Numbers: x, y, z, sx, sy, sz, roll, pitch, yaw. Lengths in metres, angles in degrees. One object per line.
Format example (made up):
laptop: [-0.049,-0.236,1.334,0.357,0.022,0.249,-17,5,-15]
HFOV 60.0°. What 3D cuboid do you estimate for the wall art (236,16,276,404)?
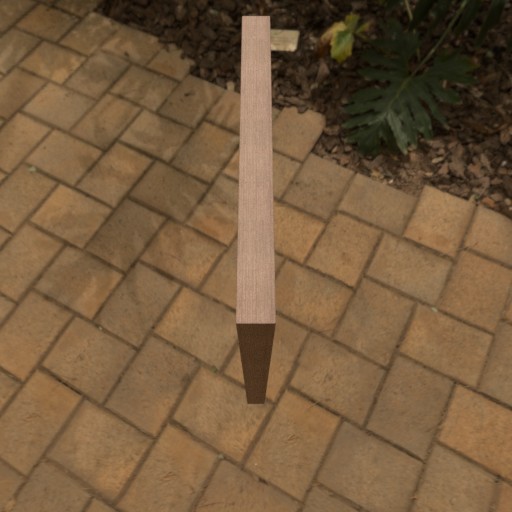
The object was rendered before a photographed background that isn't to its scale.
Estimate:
wall art: [0.000,0.000,0.651,0.031,0.509,0.356,0,65,0]
